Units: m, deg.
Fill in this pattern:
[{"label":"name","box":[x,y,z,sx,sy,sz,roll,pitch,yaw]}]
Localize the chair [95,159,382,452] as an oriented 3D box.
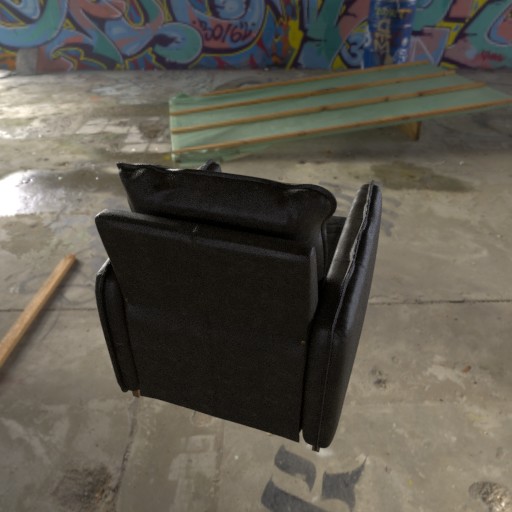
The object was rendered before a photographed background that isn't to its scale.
[{"label":"chair","box":[0.000,0.000,1.609,0.830,0.921,0.921,11,36,15]}]
